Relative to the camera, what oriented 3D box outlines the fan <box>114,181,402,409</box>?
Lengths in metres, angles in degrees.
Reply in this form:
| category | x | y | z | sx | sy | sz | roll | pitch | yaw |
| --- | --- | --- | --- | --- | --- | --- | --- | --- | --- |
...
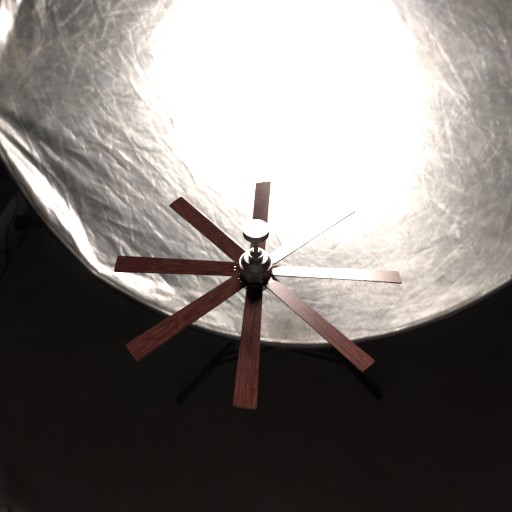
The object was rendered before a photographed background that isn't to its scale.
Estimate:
| category | x | y | z | sx | sy | sz | roll | pitch | yaw |
| --- | --- | --- | --- | --- | --- | --- | --- | --- | --- |
| fan | 0.000 | 0.000 | 2.745 | 1.830 | 0.472 | 1.830 | 3 | 47 | 2 |
